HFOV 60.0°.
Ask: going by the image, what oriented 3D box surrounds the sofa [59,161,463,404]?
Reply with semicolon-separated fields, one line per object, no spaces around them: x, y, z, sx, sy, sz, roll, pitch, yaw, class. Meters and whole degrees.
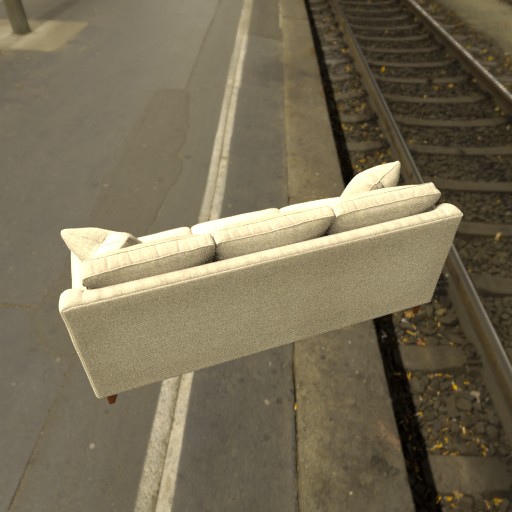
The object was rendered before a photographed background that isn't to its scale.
0.000;0.000;2.596;2.031;0.914;0.865;-13;43;-15;sofa
